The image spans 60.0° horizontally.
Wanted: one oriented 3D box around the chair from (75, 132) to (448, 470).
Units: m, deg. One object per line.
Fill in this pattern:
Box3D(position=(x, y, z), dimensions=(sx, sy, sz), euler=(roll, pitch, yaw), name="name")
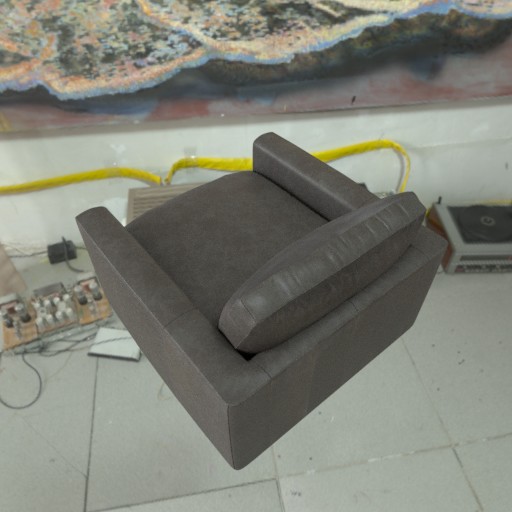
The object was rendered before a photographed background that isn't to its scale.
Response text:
Box3D(position=(0.000, 0.000, 1.860), dimensions=(1.106, 0.807, 1.080), euler=(-30, 53, -26), name="chair")
